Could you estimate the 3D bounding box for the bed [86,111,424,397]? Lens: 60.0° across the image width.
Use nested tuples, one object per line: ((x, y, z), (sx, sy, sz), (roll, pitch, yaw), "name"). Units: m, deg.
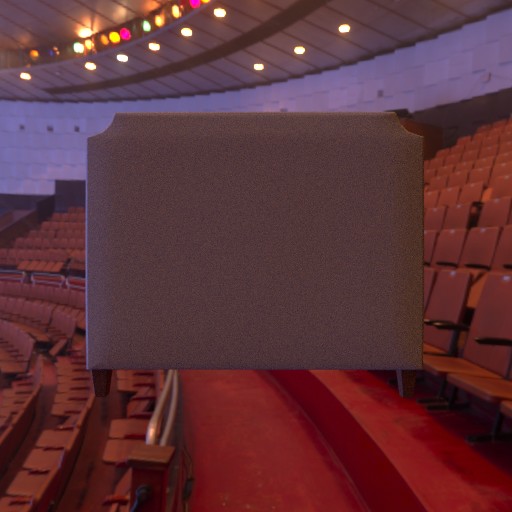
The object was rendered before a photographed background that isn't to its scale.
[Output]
((0.000, 0.000, 3.370), (1.713, 1.443, 2.372), (0, 0, 0), "bed")
